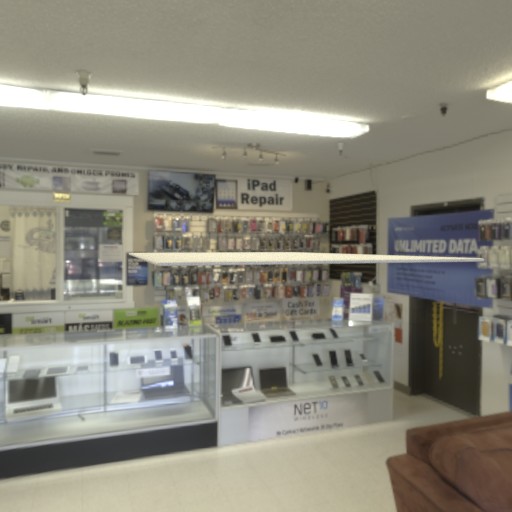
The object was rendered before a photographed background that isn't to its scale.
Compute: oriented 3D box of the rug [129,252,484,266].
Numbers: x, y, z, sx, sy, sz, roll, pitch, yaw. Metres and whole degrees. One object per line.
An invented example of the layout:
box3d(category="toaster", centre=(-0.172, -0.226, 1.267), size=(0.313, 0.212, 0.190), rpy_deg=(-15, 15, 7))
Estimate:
box3d(category="rug", centre=(0.000, 0.000, 2.348), size=(1.219, 0.013, 1.829), rpy_deg=(0, 1, -19))
